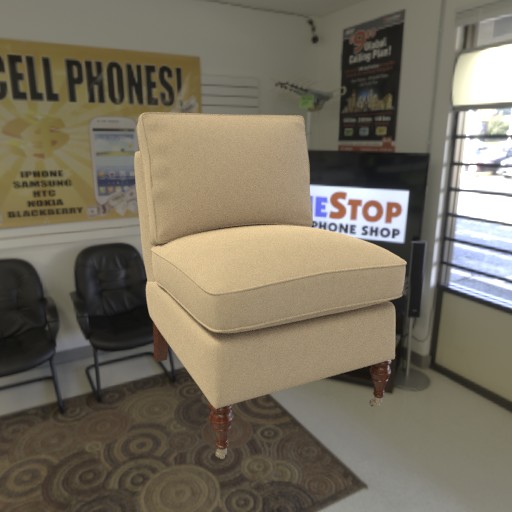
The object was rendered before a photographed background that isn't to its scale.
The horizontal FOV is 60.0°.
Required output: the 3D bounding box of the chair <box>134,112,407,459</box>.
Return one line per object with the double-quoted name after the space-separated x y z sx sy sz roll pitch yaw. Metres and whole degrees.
0.000 0.000 1.688 0.724 1.052 0.912 -7 17 -25 "chair"
